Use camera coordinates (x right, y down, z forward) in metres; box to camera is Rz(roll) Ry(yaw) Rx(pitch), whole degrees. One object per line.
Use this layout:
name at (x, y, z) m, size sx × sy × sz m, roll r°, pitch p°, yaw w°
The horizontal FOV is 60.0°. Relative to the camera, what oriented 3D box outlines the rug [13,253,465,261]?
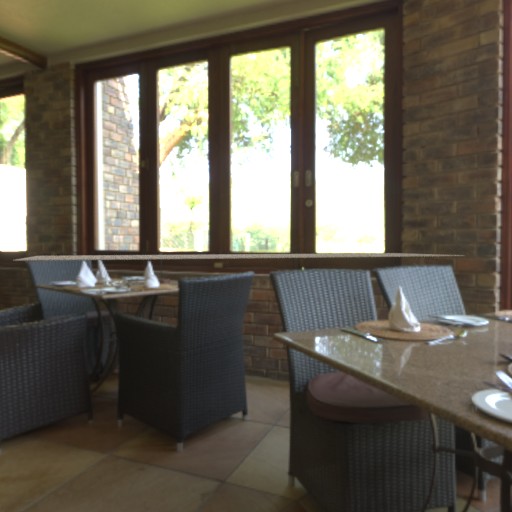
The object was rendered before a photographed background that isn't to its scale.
rug at (0.000, 0.000, 2.623) m, size 2.437 × 0.005 × 0.688 m, roll -1°, pitch 2°, yaw -18°
